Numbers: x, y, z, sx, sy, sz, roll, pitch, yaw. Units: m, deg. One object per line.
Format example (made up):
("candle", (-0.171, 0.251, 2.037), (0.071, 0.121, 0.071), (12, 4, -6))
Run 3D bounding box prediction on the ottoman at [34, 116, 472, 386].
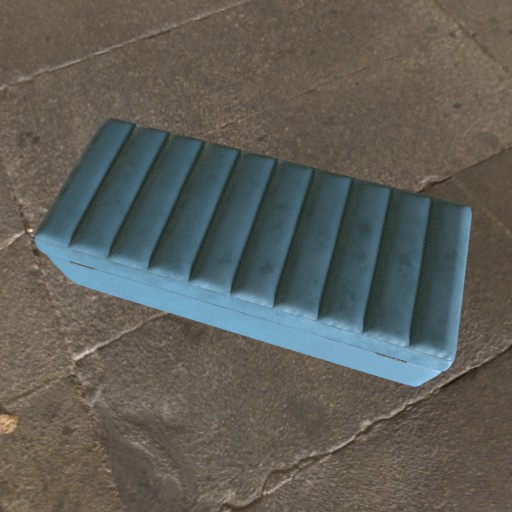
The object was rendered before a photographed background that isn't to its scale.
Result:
("ottoman", (0.000, 0.000, 1.412), (1.151, 0.469, 0.482), (16, 65, 7))
